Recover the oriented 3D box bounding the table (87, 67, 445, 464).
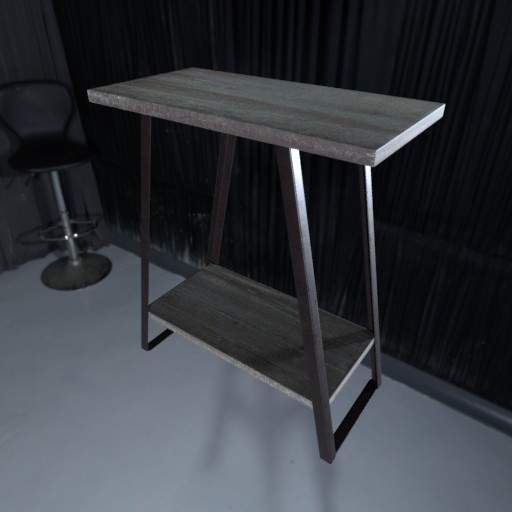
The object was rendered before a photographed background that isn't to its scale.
[{"bbox_3d":[0.000,0.000,1.007,0.599,0.701,0.300,21,38,30],"label":"table"}]
